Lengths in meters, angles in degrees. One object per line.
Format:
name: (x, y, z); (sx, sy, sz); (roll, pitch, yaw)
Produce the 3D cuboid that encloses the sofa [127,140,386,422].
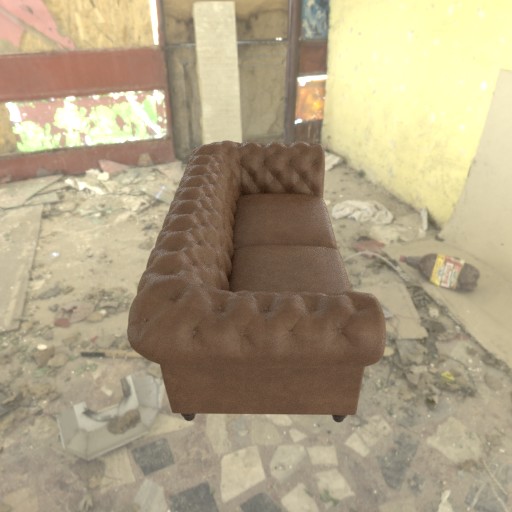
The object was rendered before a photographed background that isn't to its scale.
sofa: (0.000, 0.000, 2.525); (0.955, 0.784, 2.048); (0, 32, 1)
